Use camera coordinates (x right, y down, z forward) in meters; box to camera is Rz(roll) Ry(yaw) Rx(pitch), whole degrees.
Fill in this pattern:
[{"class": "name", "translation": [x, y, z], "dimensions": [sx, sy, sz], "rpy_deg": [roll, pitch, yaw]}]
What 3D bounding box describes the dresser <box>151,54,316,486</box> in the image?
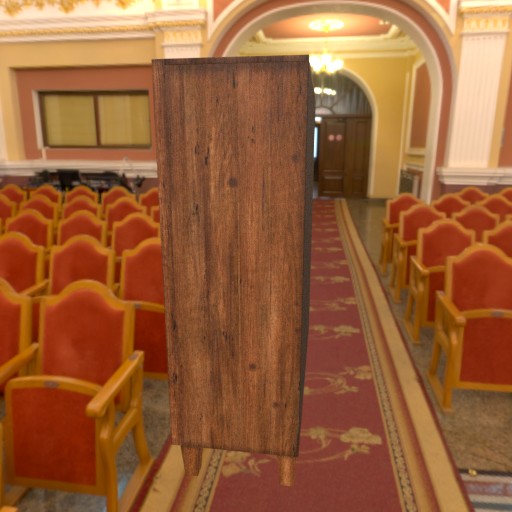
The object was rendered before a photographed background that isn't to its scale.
[{"class": "dresser", "translation": [0.000, 0.000, 1.862], "dimensions": [0.438, 1.359, 1.067], "rpy_deg": [2, 14, 8]}]
